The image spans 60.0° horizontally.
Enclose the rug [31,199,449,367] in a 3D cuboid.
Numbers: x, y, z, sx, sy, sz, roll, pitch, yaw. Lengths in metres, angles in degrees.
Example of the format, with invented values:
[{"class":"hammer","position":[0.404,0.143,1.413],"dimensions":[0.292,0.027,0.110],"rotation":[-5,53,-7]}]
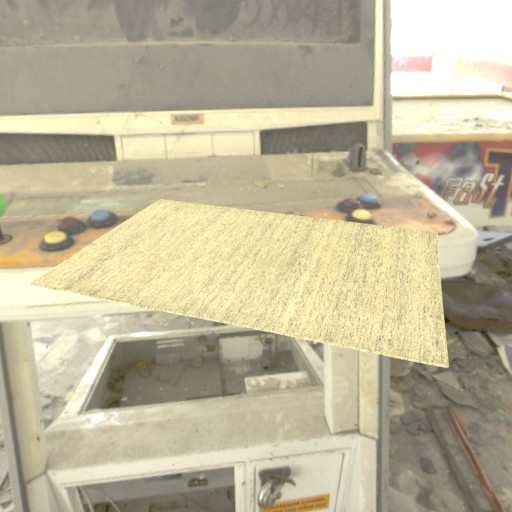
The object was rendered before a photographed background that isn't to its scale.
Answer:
[{"class":"rug","position":[0.000,0.000,2.877],"dimensions":[2.263,0.017,1.523],"rotation":[9,28,16]}]
